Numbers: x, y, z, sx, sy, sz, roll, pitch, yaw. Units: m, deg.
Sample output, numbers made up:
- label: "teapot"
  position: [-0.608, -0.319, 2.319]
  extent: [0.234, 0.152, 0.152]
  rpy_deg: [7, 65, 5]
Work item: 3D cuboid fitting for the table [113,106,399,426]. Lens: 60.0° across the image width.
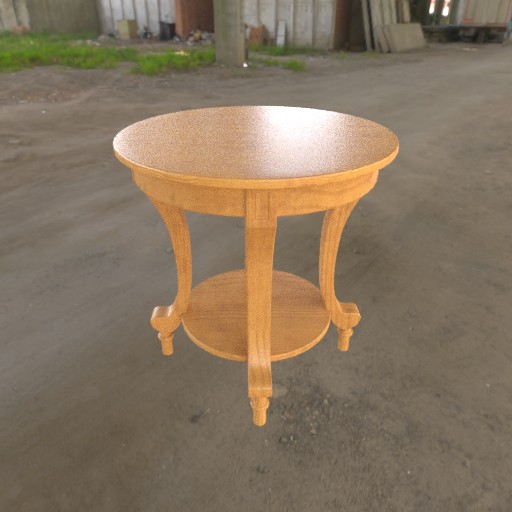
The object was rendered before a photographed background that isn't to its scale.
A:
- label: "table"
  position: [0.000, 0.000, 1.108]
  extent: [0.597, 0.612, 0.597]
  rpy_deg: [0, 29, 0]
